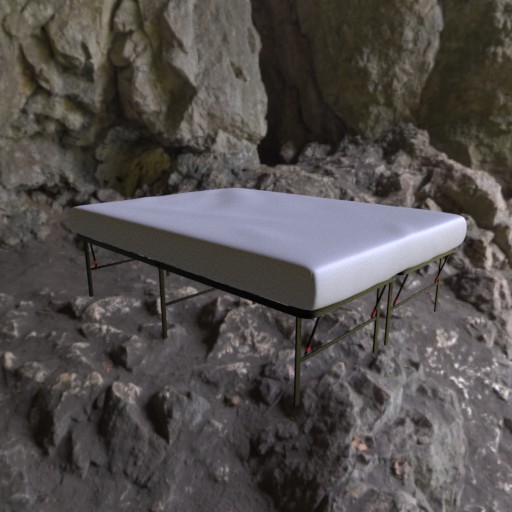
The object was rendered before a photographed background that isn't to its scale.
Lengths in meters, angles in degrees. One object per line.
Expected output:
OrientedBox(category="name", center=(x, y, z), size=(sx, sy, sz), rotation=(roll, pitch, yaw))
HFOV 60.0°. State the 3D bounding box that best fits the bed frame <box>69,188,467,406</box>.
OrientedBox(category="bed frame", center=(0.000, 0.000, 2.938), size=(2.151, 0.667, 1.584), rotation=(15, 21, 42))
